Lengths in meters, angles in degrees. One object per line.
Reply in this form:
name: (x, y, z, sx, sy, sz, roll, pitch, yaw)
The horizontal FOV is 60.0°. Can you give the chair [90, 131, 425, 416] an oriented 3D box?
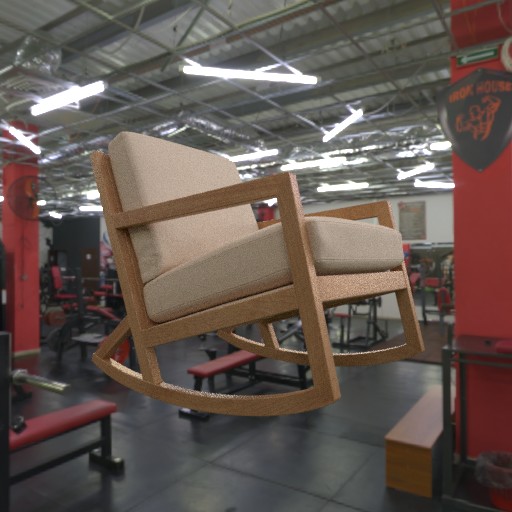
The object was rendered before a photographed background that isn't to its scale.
chair: (0.000, 0.000, 1.398, 0.857, 0.790, 0.622, 0, 0, 37)
